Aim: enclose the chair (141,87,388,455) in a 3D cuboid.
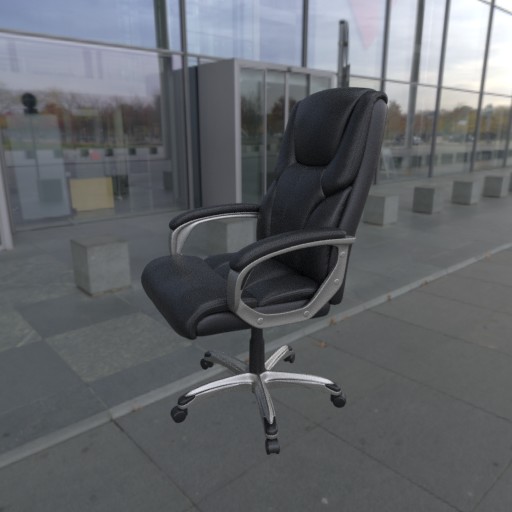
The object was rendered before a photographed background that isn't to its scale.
[{"bbox_3d":[0.000,0.000,1.585,0.739,1.155,0.663,-8,17,-26],"label":"chair"}]
